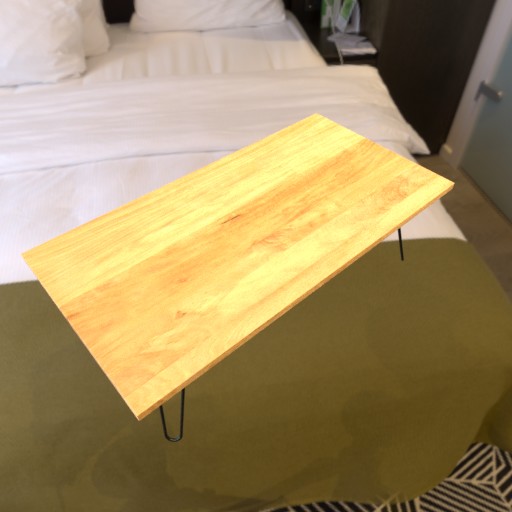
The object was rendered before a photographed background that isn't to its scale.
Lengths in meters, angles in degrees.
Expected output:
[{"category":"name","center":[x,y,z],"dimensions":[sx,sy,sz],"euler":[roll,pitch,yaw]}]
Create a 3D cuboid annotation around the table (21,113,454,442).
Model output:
[{"category":"table","center":[0.000,0.000,1.658],"dimensions":[1.348,0.400,0.699],"euler":[-32,54,-27]}]
